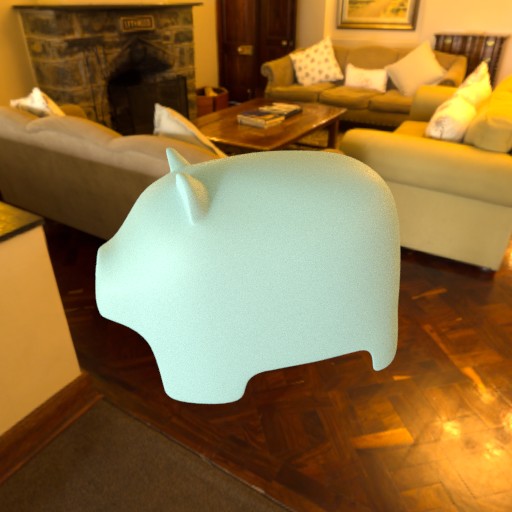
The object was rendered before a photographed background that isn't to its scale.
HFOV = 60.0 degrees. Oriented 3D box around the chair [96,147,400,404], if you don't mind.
[{"bbox_3d":[0.000,0.000,0.887,0.619,0.423,0.364,-9,31,-15],"label":"chair"}]
